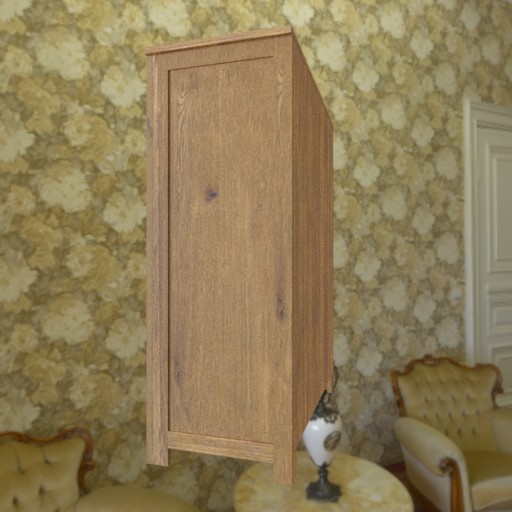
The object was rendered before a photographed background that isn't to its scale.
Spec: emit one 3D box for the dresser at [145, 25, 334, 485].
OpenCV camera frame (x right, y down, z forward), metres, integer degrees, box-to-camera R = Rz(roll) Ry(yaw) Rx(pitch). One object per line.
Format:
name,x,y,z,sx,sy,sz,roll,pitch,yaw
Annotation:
dresser,0.000,0.000,1.964,0.558,1.431,1.081,0,0,17
